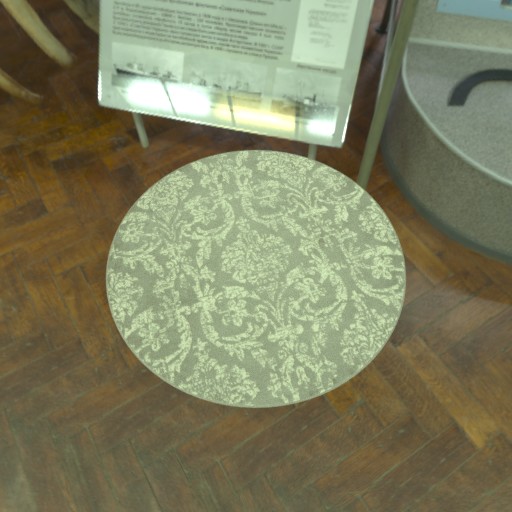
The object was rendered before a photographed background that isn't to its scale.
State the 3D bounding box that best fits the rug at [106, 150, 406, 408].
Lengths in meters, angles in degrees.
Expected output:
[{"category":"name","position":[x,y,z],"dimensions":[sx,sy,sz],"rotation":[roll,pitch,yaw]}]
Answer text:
[{"category":"rug","position":[0.000,0.000,2.390],"dimensions":[1.593,0.012,1.593],"rotation":[0,58,0]}]
